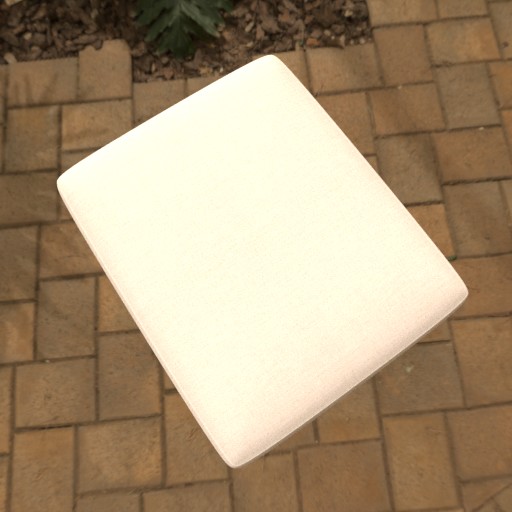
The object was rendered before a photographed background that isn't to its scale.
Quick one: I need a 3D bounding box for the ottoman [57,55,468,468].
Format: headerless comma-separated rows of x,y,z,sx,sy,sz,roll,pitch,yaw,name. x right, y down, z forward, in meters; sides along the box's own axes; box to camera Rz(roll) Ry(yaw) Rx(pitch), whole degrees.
0.000,0.000,1.175,0.657,0.453,0.794,-34,77,-8,ottoman
